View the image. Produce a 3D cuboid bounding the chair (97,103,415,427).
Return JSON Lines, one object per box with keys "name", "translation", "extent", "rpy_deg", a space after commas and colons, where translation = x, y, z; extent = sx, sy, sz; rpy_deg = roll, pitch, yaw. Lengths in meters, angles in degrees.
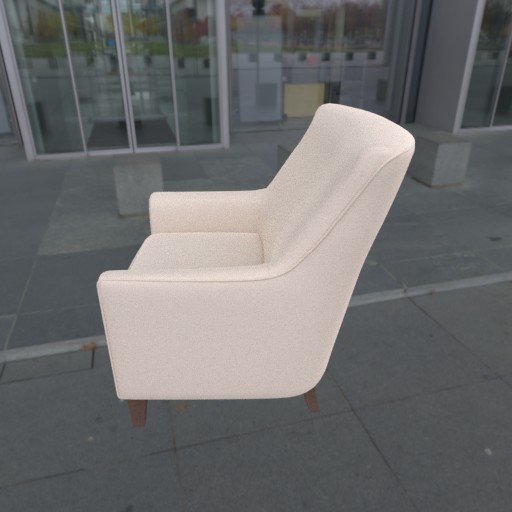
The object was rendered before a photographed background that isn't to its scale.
{"name": "chair", "translation": [0.000, 0.000, 1.533], "extent": [0.879, 0.916, 0.756], "rpy_deg": [0, 26, 0]}
